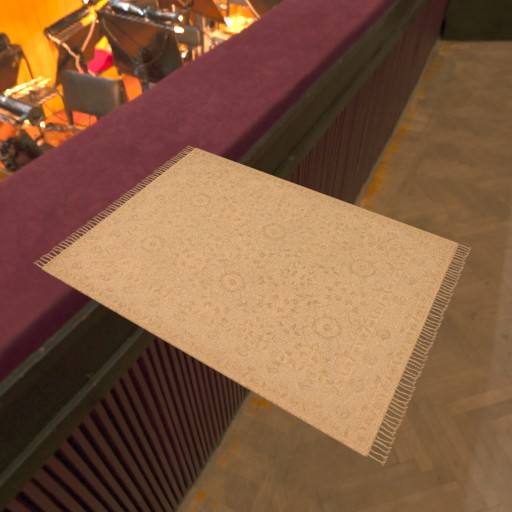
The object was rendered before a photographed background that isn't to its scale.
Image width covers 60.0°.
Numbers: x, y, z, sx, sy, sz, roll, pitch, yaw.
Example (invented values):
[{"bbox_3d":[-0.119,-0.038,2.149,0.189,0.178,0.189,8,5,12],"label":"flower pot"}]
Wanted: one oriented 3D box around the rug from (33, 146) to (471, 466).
[{"bbox_3d":[0.000,0.000,2.178,1.771,0.015,1.223,24,51,21],"label":"rug"}]
